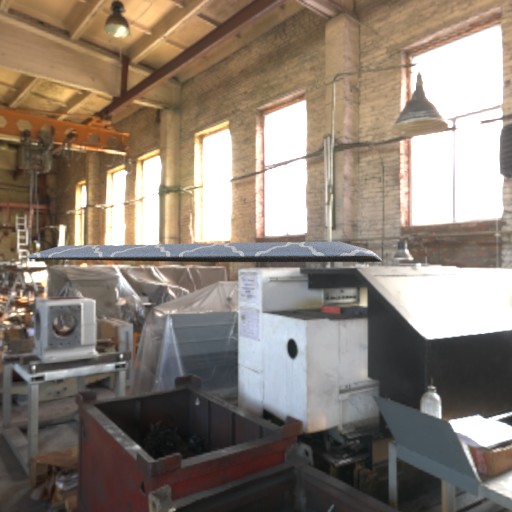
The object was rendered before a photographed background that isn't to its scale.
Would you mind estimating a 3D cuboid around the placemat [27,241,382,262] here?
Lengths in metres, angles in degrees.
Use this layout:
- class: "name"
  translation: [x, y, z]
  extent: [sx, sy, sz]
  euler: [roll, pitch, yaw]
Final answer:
- class: "placemat"
  translation: [0.000, 0.000, 0.941]
  extent: [0.508, 0.021, 0.762]
  euler: [0, -1, 17]
